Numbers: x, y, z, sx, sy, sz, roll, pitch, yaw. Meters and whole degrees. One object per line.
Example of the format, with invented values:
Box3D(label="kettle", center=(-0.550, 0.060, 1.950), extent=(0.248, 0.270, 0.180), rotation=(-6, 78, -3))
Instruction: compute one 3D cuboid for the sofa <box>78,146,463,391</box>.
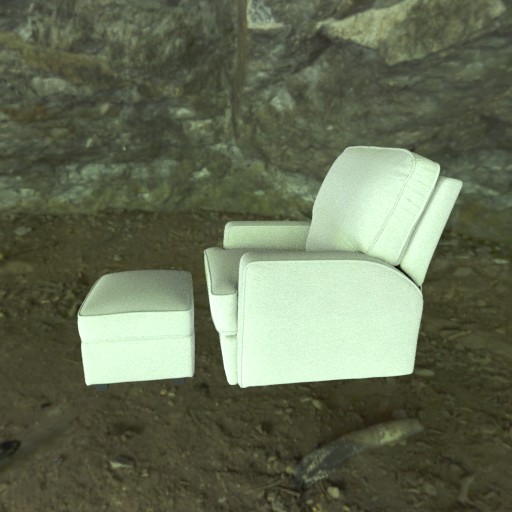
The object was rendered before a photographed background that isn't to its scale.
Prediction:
Box3D(label="sofa", center=(0.000, 0.000, 2.002), extent=(1.472, 0.959, 0.861), rotation=(-2, 15, -8))
